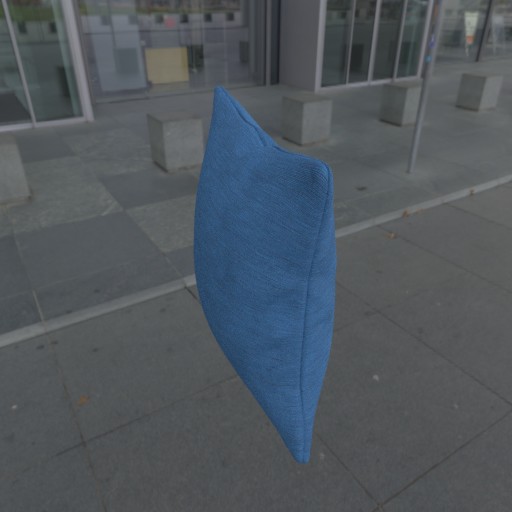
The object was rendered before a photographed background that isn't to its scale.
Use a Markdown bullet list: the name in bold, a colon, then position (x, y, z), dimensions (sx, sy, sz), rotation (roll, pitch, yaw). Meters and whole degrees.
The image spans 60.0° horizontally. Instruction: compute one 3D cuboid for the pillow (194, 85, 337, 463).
- **pillow**: position (0.000, 0.000, 0.665), dimensions (0.177, 0.420, 0.437), rotation (-9, 32, -15)
